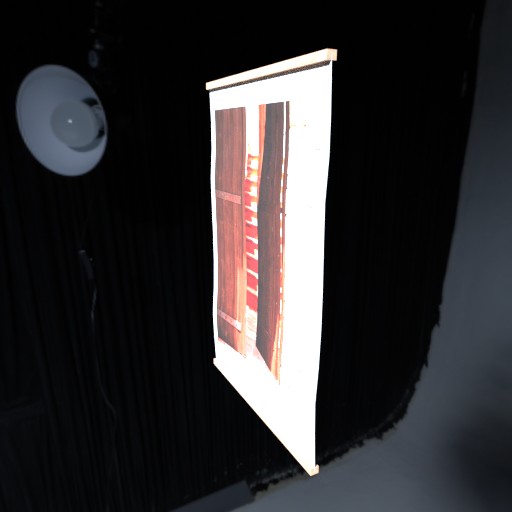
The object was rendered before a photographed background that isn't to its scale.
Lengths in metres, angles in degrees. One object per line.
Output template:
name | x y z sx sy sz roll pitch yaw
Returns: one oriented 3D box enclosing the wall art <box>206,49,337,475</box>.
wall art | 0.000 0.000 0.653 0.012 0.508 0.332 -8 17 -26
